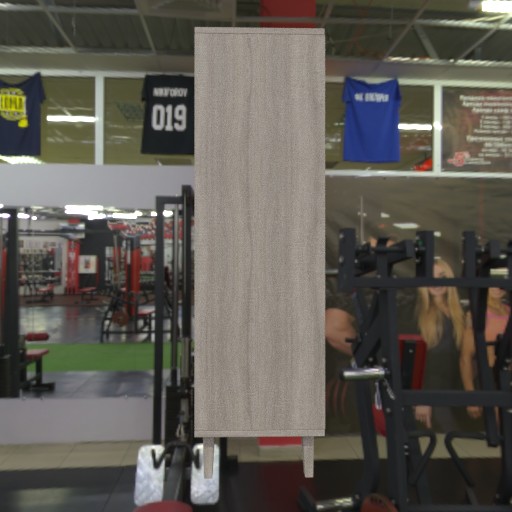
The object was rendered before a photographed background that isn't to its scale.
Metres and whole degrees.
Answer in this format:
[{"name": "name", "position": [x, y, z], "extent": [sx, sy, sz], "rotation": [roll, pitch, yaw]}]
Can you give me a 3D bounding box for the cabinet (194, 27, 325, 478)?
[{"name": "cabinet", "position": [0.000, 0.000, 1.902], "extent": [0.398, 1.388, 1.111], "rotation": [0, 0, -1]}]
